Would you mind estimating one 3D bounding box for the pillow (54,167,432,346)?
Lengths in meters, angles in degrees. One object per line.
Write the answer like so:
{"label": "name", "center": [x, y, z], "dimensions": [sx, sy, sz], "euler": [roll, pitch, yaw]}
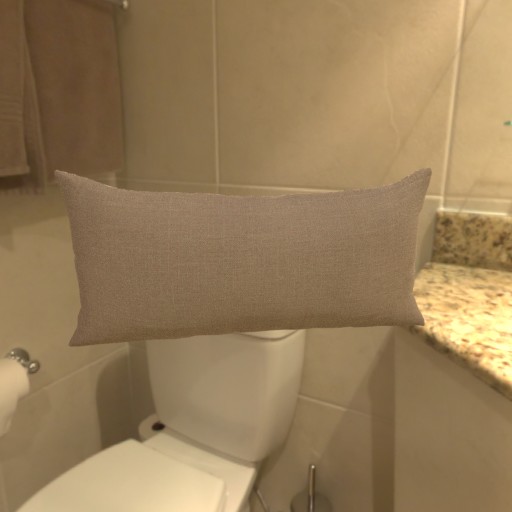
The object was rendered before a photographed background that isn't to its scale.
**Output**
{"label": "pillow", "center": [0.000, 0.000, 0.746], "dimensions": [0.631, 0.290, 0.148], "euler": [-2, 14, -8]}
